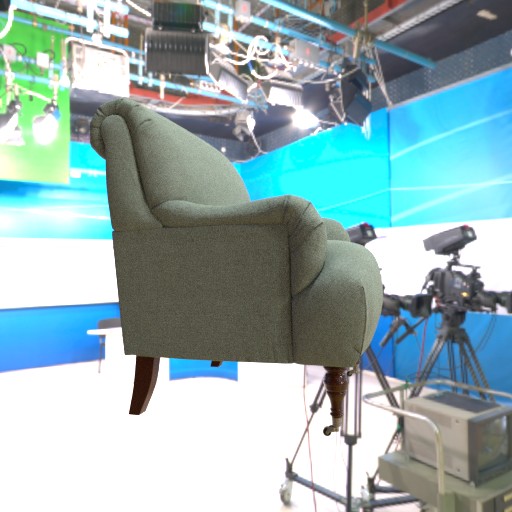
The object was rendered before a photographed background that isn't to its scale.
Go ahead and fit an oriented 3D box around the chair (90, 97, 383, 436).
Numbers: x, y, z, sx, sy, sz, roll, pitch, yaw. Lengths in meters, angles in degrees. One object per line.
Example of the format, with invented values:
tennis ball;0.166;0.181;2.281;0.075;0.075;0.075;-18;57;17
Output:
chair;0.000;0.000;1.924;1.060;1.178;0.964;0;-1;17
